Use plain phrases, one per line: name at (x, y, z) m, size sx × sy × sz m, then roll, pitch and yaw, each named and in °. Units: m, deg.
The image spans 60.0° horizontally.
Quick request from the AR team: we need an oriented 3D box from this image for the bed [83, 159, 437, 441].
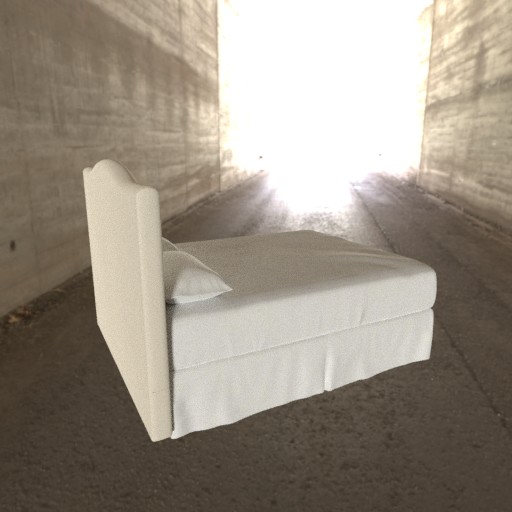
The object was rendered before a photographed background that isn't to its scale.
bed at (0.000, 0.000, 3.333) m, size 2.143 × 1.460 × 1.753 m, roll -8°, pitch 16°, yaw -27°
